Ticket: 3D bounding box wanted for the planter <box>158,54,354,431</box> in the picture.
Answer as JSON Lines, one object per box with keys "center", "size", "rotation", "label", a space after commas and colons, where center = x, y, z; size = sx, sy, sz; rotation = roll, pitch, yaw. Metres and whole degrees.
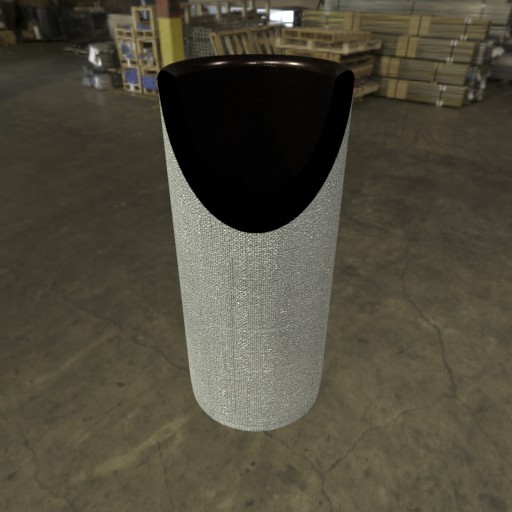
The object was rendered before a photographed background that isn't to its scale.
{"center": [0.000, 0.000, 0.130], "size": [0.045, 0.103, 0.045], "rotation": [21, 38, 30], "label": "planter"}
